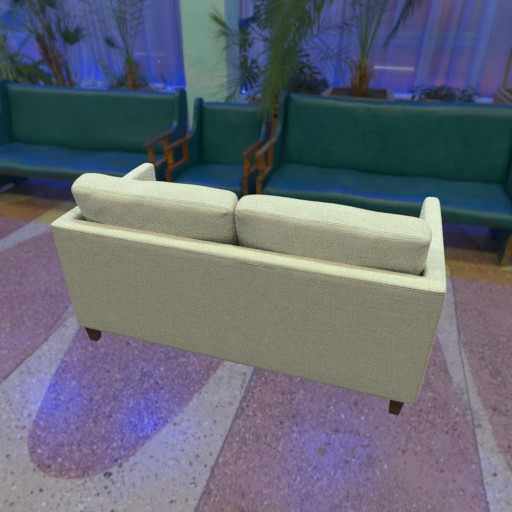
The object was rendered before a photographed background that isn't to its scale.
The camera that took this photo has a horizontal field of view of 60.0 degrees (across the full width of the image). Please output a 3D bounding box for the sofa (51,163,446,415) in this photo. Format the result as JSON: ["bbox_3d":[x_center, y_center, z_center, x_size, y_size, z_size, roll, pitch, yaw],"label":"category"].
[{"bbox_3d":[0.000,0.000,2.438,1.838,0.963,0.950,10,33,15],"label":"sofa"}]
